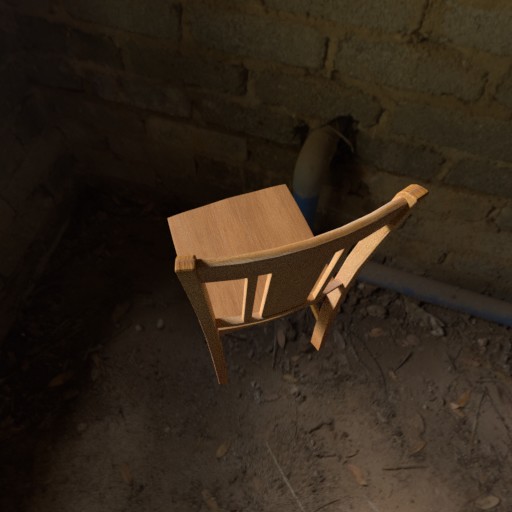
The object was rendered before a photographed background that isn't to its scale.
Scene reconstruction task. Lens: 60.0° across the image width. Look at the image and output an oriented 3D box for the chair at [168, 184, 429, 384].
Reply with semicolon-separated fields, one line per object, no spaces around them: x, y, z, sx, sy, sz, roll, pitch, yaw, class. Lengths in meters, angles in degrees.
0.000;0.000;1.274;0.450;0.998;0.556;-17;61;-10;chair
